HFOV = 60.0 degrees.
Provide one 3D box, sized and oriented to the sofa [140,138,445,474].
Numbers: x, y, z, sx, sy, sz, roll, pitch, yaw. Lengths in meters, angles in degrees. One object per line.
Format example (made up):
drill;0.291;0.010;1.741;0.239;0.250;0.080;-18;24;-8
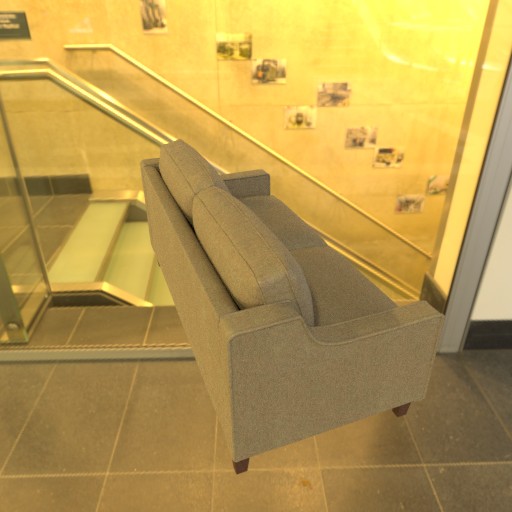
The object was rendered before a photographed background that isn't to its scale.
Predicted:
sofa;0.000;0.000;2.809;1.073;1.074;2.181;-11;32;-18
